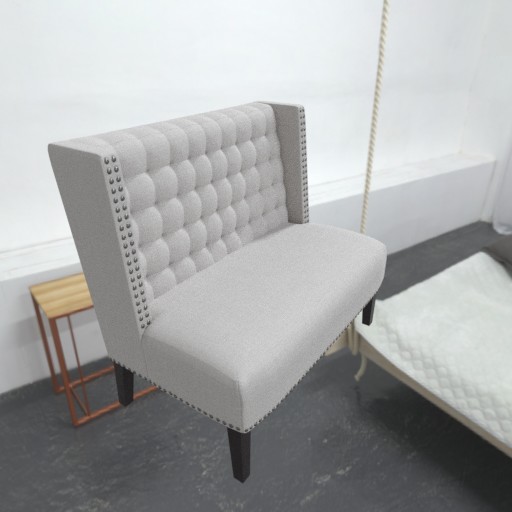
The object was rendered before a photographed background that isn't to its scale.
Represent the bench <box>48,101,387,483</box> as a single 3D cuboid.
[{"bbox_3d":[0.000,0.000,1.978,0.847,1.123,1.280,18,32,31],"label":"bench"}]
